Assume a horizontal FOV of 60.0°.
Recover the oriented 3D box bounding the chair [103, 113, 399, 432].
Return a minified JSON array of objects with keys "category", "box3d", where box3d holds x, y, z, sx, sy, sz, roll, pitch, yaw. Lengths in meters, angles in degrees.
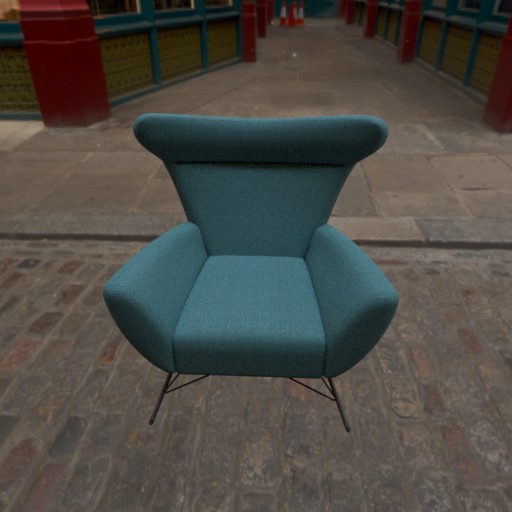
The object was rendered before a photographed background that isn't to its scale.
[{"category":"chair","box3d":[0.000,0.000,1.798,1.050,0.980,0.900,1,32,2]}]
